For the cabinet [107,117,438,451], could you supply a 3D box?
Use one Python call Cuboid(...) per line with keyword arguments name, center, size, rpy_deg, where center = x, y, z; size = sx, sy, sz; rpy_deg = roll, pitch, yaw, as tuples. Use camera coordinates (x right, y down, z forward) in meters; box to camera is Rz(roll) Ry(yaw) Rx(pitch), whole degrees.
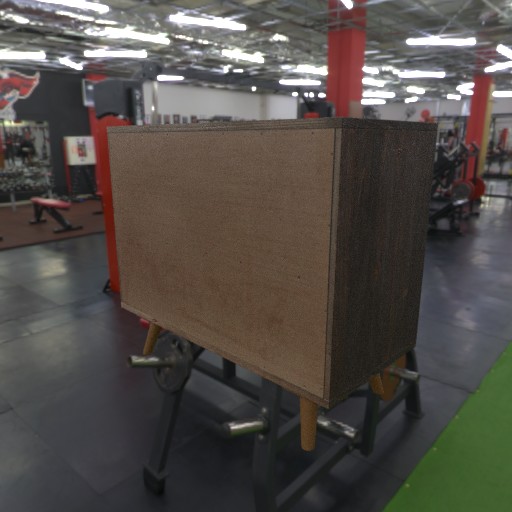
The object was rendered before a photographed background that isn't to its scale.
Cuboid(name="cabinet", center=(0.000, 0.000, 1.583), size=(1.023, 0.897, 0.529), rpy_deg=(14, 20, 42))
